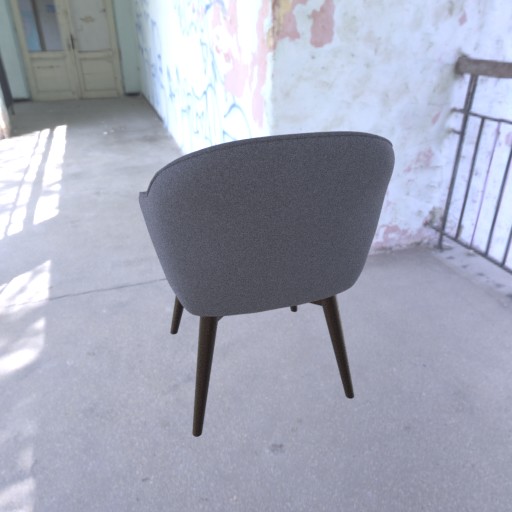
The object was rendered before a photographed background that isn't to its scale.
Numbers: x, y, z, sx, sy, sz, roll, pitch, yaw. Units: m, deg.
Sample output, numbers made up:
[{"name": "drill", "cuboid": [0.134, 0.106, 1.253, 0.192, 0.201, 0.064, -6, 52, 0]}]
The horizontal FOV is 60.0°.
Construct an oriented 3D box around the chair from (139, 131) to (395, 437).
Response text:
[{"name": "chair", "cuboid": [0.000, 0.000, 1.246, 0.589, 0.810, 0.611, -8, 30, -15]}]
